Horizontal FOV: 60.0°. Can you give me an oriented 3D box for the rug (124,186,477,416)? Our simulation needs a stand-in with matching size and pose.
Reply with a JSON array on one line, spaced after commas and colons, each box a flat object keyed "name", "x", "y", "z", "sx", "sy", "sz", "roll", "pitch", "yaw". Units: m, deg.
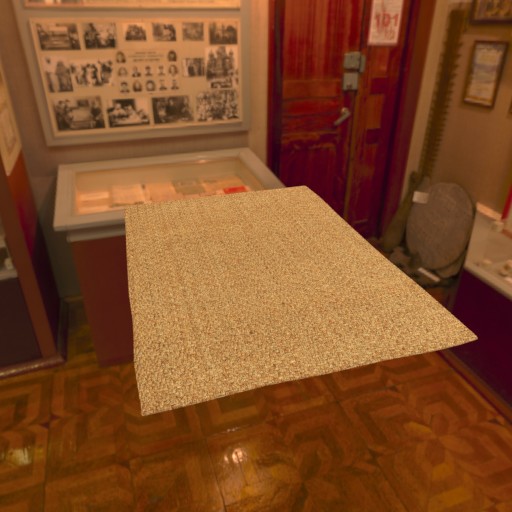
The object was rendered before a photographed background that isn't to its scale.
[{"name": "rug", "x": 0.000, "y": 0.000, "z": 2.747, "sx": 1.566, "sy": 0.013, "sz": 2.141, "roll": -8, "pitch": 30, "yaw": -15}]
